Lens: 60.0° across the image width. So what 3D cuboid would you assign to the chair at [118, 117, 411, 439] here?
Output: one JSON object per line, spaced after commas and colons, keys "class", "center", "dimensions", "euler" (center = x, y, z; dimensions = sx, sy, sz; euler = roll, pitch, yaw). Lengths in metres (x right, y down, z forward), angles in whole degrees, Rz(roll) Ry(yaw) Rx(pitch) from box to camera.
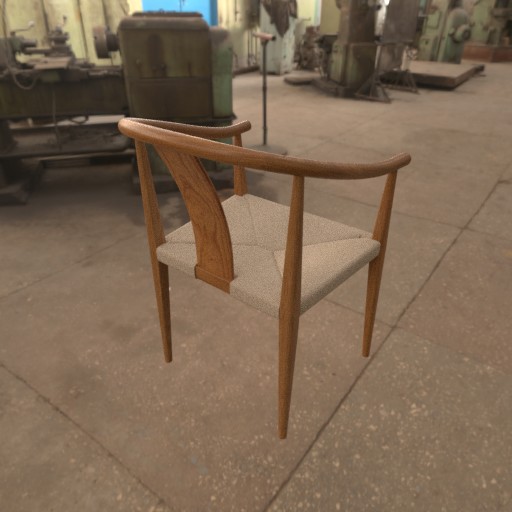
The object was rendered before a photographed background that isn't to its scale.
{"class": "chair", "center": [0.000, 0.000, 1.214], "dimensions": [0.556, 0.800, 0.579], "euler": [22, 37, 33]}
